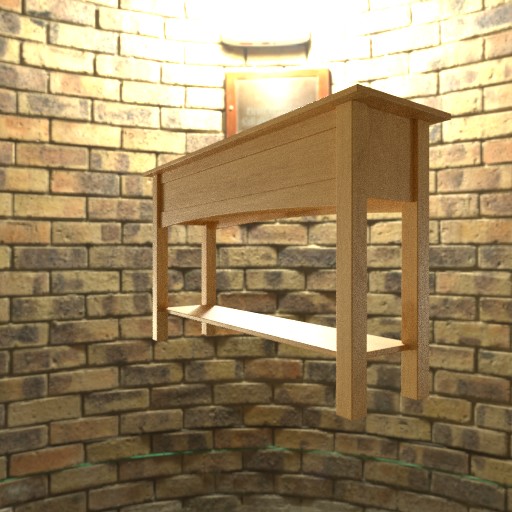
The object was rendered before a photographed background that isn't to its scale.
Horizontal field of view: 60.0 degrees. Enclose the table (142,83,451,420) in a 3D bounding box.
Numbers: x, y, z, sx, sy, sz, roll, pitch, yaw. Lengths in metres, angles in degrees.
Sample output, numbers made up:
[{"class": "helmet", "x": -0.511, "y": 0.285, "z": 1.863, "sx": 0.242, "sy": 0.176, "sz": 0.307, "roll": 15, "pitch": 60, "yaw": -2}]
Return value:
[{"class": "table", "x": 0.000, "y": 0.000, "z": 1.540, "sx": 0.350, "sy": 0.730, "sz": 1.240, "roll": 0, "pitch": 0, "yaw": -35}]
